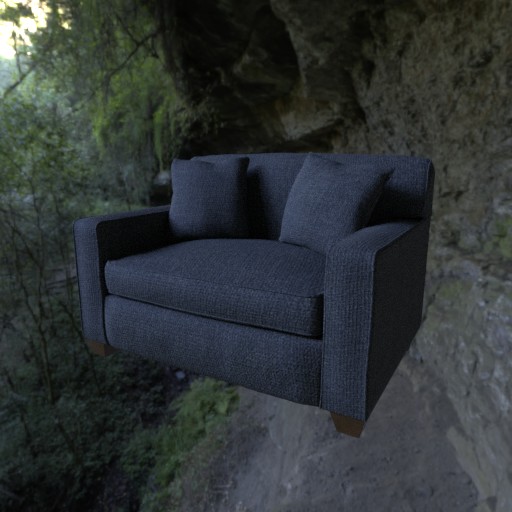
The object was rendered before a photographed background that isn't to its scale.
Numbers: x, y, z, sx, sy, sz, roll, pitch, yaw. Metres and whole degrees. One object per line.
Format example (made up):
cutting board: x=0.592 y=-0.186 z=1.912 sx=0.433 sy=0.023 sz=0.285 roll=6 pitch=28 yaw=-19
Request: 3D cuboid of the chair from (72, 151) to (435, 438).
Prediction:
chair: x=0.000 y=0.000 z=2.067 sx=1.383 sy=0.948 sz=1.000 roll=7 pitch=15 yaw=29
